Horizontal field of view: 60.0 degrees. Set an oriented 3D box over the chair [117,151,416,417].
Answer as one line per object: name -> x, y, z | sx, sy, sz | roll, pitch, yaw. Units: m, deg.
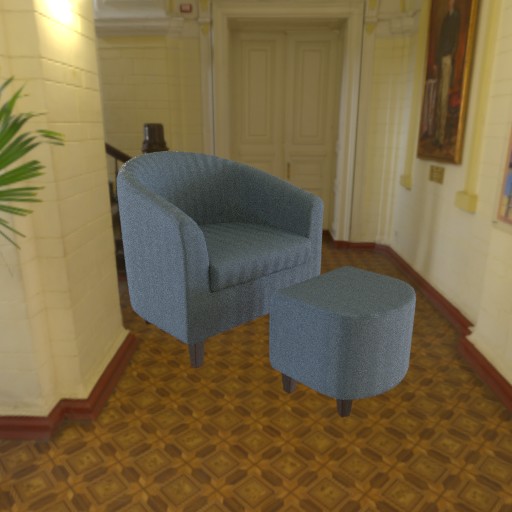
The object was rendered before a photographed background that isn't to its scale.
chair -> 0.000, 0.000, 1.757 | 0.756, 0.757, 1.288 | -16, 23, -42
